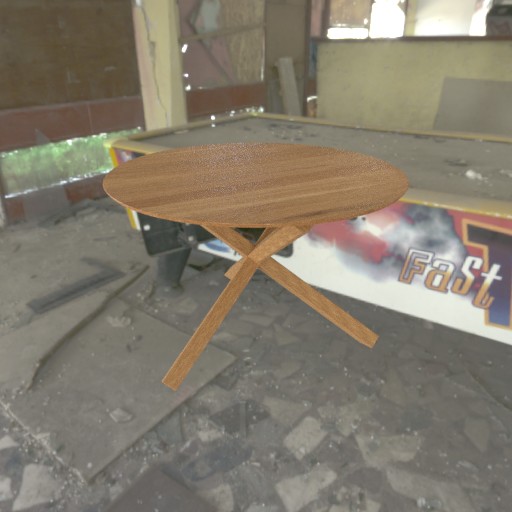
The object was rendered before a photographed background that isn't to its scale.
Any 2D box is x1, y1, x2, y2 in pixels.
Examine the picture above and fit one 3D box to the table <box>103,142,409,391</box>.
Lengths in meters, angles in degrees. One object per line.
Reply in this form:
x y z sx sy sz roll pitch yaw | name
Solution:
0.000 0.000 1.714 1.038 0.666 1.038 0 25 0 | table
